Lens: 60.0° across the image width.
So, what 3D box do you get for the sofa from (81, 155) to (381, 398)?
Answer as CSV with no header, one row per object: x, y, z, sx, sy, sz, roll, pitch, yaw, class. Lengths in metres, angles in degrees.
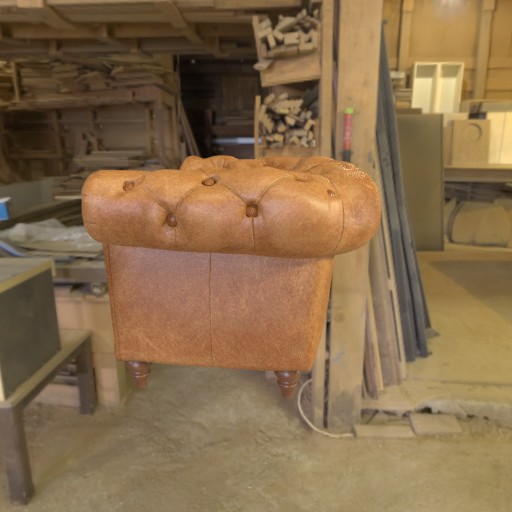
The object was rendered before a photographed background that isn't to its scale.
0.000,0.000,2.046,1.033,0.878,1.405,2,15,7,sofa
